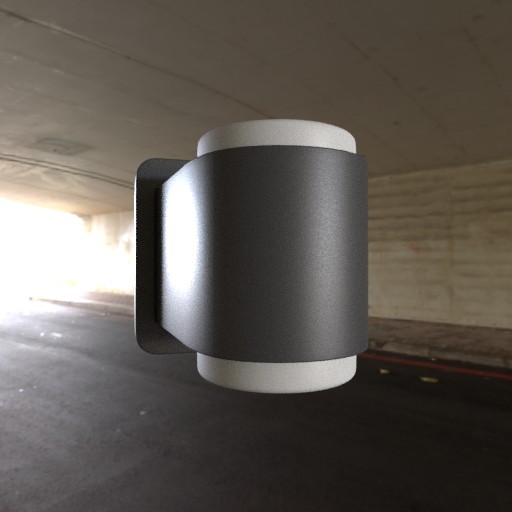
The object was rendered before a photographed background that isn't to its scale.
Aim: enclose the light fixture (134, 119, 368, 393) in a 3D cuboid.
[{"bbox_3d":[0.000,0.000,0.214,0.109,0.109,0.132,0,0,-18],"label":"light fixture"}]
